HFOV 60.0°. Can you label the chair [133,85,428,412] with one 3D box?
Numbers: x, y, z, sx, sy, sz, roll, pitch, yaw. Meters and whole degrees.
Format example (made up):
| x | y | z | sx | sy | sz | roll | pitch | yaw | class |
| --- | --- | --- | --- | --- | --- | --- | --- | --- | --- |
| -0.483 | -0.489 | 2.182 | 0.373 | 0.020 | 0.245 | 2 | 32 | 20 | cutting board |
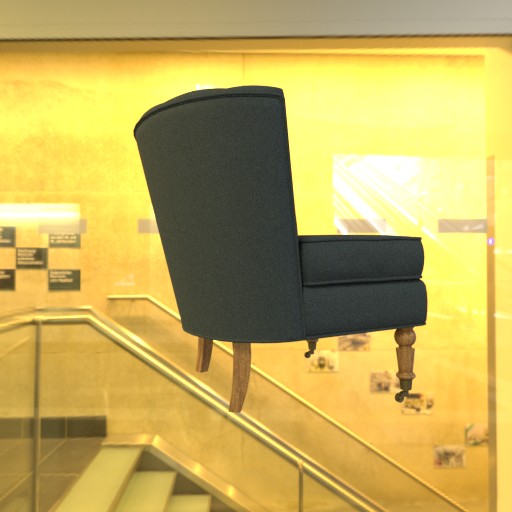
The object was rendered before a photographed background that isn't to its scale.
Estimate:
| x | y | z | sx | sy | sz | roll | pitch | yaw | class |
| --- | --- | --- | --- | --- | --- | --- | --- | --- | --- |
| 0.000 | 0.000 | 1.339 | 0.718 | 0.771 | 0.740 | 0 | -1 | -18 | chair |
